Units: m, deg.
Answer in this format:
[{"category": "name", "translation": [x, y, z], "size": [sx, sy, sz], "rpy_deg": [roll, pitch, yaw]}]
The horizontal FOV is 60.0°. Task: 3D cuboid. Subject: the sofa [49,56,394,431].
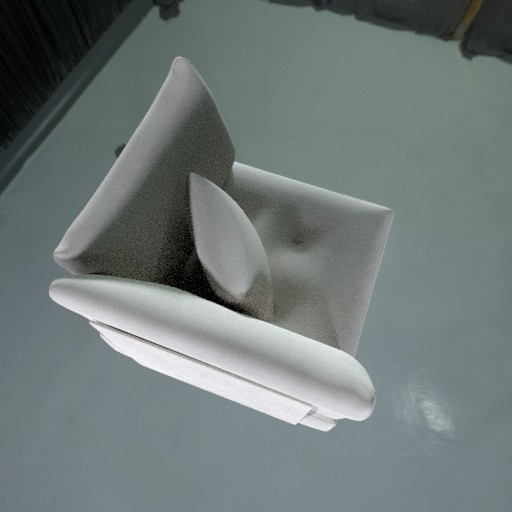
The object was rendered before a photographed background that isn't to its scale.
[{"category": "sofa", "translation": [0.000, 0.000, 1.707], "size": [1.000, 0.820, 1.000], "rpy_deg": [19, 66, 9]}]
